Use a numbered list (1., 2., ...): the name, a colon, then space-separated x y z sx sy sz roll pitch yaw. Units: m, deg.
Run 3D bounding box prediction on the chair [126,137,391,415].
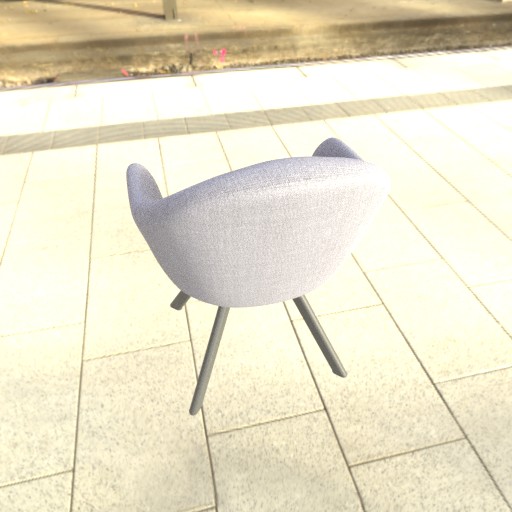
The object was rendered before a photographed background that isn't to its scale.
1. chair: 0.000 0.000 1.192 0.590 0.795 0.550 -10 42 -12
